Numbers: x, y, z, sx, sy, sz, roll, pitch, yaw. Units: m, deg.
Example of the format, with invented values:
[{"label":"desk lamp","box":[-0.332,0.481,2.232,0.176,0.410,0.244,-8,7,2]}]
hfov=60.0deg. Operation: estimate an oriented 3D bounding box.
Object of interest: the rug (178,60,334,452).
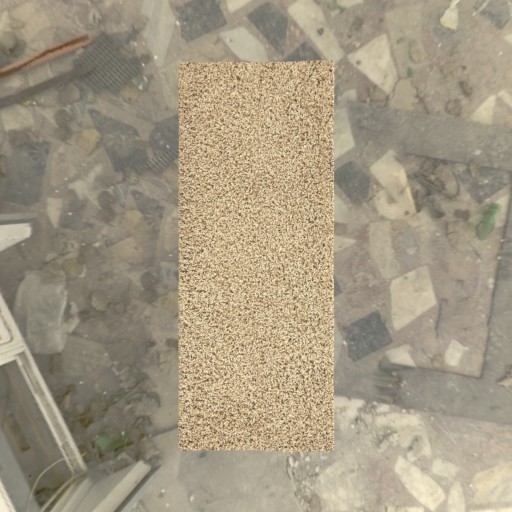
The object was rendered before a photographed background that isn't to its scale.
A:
[{"label":"rug","box":[0.000,0.000,1.738,0.609,0.030,1.524,0,90,1]}]
